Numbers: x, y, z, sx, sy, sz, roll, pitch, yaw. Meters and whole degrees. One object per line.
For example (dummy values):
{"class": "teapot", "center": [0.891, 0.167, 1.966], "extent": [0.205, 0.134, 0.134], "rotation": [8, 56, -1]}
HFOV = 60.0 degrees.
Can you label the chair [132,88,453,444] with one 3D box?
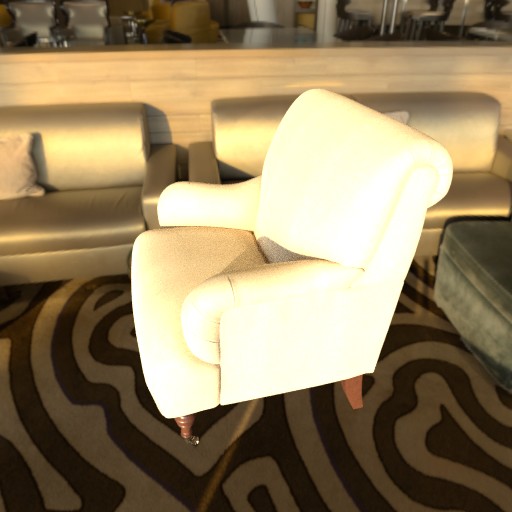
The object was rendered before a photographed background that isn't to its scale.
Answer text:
{"class": "chair", "center": [0.000, 0.000, 1.492], "extent": [0.842, 0.944, 0.766], "rotation": [-8, 32, -14]}
